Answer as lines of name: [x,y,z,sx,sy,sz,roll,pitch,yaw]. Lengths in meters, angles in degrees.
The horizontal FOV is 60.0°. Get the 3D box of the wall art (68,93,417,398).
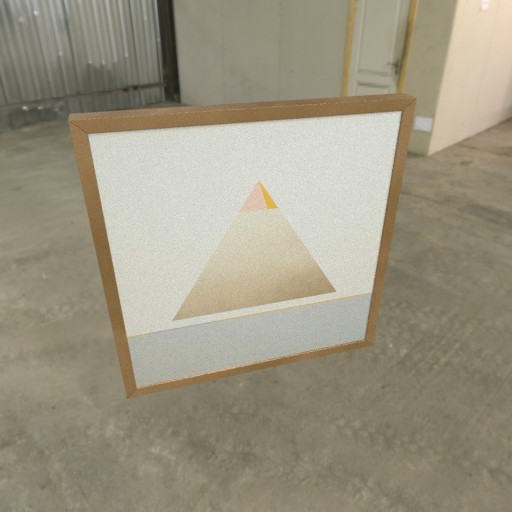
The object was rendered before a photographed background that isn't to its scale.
wall art: [0.000,0.000,0.775,0.513,0.511,0.038,-9,32,-14]
